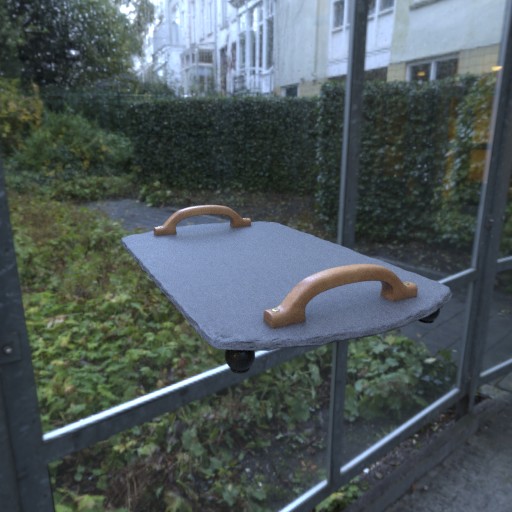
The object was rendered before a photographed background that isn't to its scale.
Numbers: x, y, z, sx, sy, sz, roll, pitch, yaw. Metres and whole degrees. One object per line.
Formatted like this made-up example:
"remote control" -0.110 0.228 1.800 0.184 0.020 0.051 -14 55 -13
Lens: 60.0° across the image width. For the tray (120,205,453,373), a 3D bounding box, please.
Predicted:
"tray" 0.000 0.000 0.474 0.231 0.062 0.387 -8 18 -26
